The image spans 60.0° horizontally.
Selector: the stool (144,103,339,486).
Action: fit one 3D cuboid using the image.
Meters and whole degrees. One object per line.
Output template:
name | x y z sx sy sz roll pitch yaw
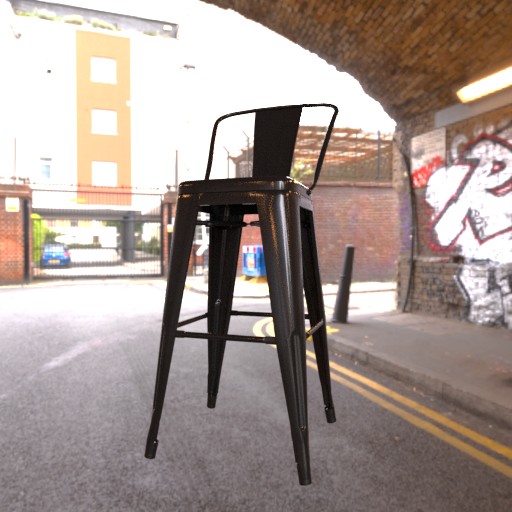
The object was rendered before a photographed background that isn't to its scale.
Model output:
stool | 0.000 0.000 1.289 0.432 1.022 0.528 0 1 18
